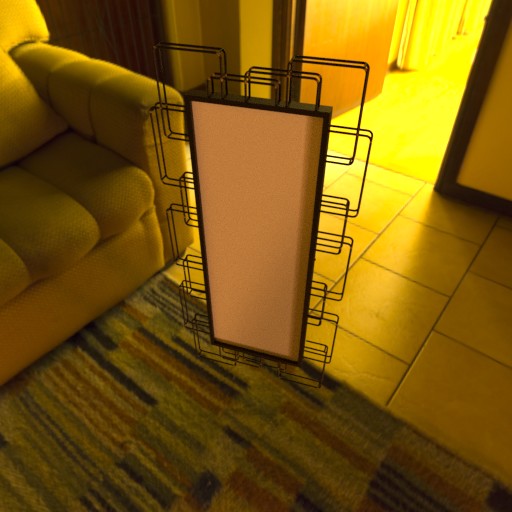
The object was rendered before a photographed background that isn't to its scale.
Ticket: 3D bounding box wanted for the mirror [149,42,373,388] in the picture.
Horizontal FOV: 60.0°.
[{"bbox_3d":[0.000,0.000,1.373,0.565,1.192,0.037,12,43,13],"label":"mirror"}]
